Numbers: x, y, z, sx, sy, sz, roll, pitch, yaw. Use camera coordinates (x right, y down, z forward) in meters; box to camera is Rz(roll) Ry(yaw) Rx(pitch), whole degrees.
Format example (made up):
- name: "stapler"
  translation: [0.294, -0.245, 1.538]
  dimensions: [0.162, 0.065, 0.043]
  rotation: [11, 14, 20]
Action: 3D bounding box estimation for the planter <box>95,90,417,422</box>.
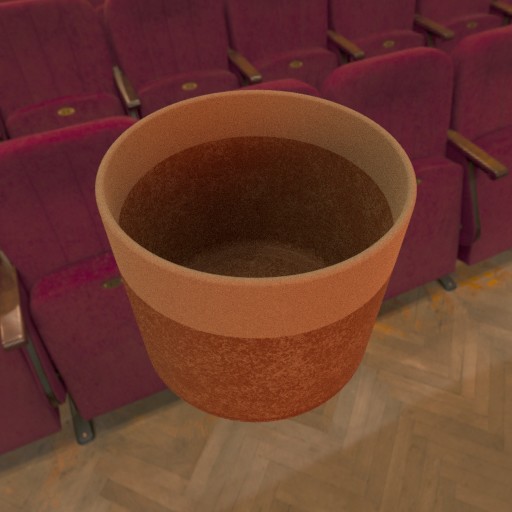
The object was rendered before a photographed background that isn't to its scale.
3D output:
- name: "planter"
  translation: [0.000, 0.000, 0.274]
  dimensions: [0.159, 0.138, 0.159]
  rotation: [0, 47, 0]
